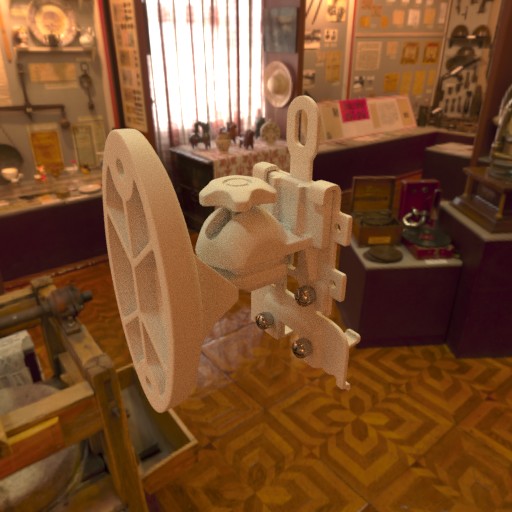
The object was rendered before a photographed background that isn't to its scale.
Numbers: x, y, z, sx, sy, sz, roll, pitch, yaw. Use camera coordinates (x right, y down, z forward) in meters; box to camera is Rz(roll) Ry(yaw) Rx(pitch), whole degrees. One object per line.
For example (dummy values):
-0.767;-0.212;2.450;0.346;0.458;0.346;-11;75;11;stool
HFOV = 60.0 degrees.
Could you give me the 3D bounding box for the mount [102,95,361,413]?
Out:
0.000;0.000;0.176;0.100;0.118;0.066;-18;31;-32;mount
